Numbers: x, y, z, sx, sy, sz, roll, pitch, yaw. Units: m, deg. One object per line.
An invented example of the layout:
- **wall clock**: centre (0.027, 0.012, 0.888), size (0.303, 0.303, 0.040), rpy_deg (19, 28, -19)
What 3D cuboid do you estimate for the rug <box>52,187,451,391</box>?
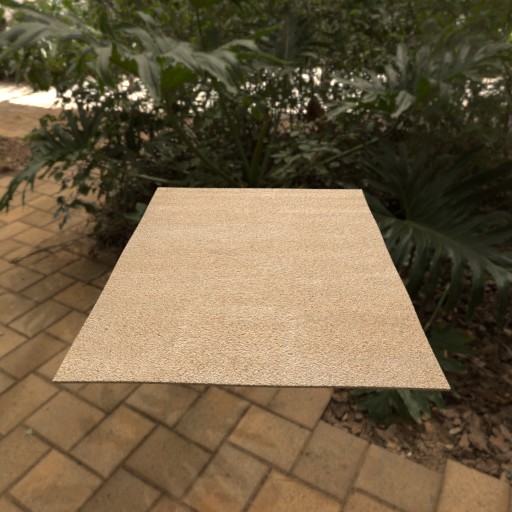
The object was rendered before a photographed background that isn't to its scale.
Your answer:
- **rug**: centre (0.000, 0.000, 3.945), size (2.400, 0.025, 3.000), rpy_deg (1, 32, 1)
